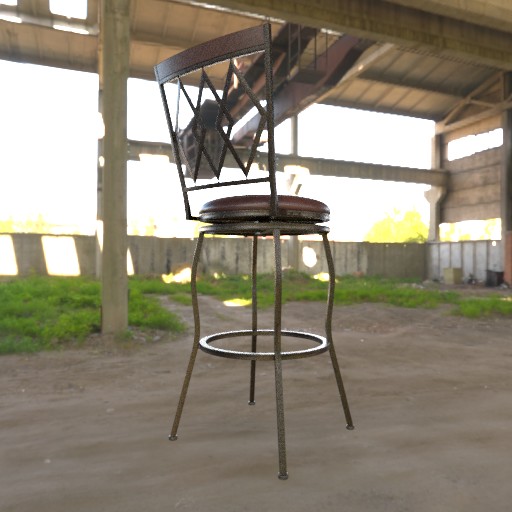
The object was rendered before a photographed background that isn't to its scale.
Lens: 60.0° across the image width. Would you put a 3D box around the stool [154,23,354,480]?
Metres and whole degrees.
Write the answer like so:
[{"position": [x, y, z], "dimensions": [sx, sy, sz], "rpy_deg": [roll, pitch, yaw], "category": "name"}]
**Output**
[{"position": [0.000, 0.000, 1.380], "dimensions": [0.432, 1.134, 0.521], "rpy_deg": [0, 0, 36], "category": "stool"}]
